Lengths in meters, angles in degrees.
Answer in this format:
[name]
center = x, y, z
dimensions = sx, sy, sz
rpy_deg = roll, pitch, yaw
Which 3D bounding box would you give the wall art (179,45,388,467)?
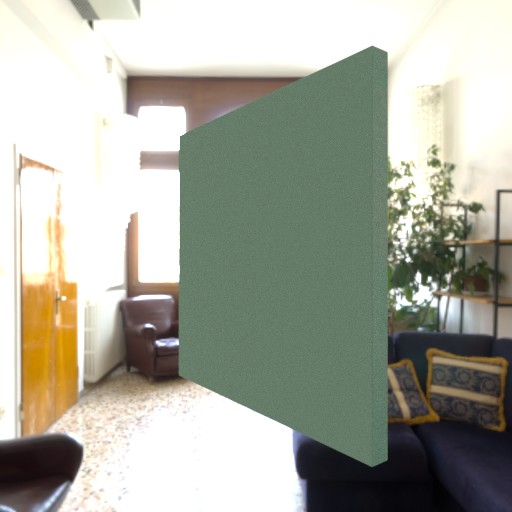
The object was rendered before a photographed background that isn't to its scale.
[wall art]
center = 0.000, 0.000, 0.885
dimensions = 0.036, 0.603, 0.603
rpy_deg = 0, 0, -37
